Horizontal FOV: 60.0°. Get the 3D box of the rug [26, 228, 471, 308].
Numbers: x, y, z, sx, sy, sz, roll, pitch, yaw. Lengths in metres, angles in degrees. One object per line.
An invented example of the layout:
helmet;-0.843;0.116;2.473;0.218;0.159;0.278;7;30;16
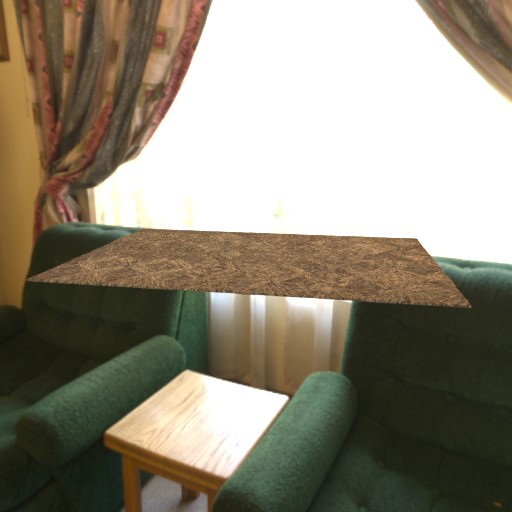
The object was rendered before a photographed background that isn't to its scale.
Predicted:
rug;0.000;0.000;2.324;1.808;0.011;1.189;3;15;10
